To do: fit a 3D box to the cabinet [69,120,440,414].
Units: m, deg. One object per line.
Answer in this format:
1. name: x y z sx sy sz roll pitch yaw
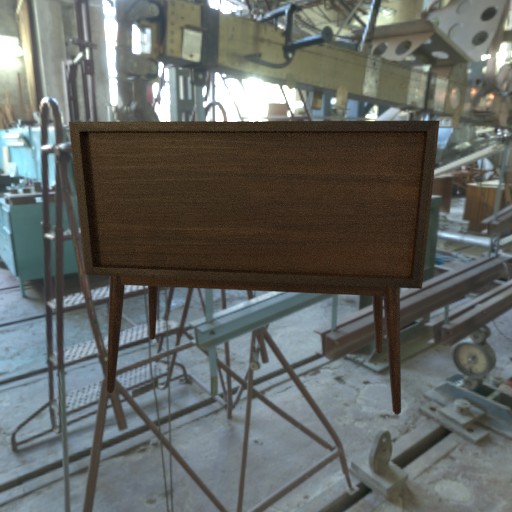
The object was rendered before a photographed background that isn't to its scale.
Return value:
1. cabinet: 0.000 0.000 1.138 0.743 0.654 0.354 2 16 7
